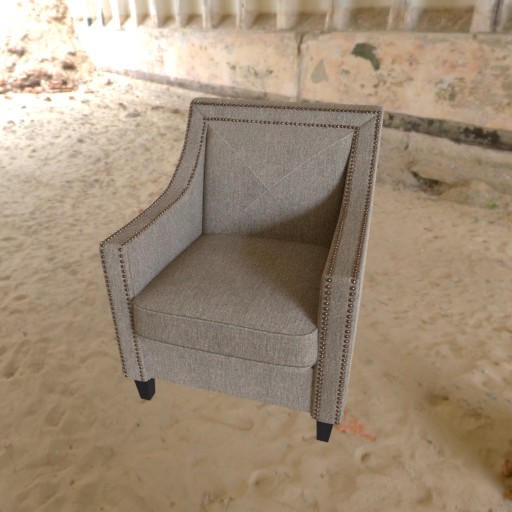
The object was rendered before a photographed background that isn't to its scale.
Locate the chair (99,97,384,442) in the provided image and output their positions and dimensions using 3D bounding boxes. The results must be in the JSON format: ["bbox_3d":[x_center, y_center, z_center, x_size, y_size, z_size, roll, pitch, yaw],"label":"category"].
[{"bbox_3d":[0.000,0.000,1.626,0.776,0.967,0.884,8,29,14],"label":"chair"}]
